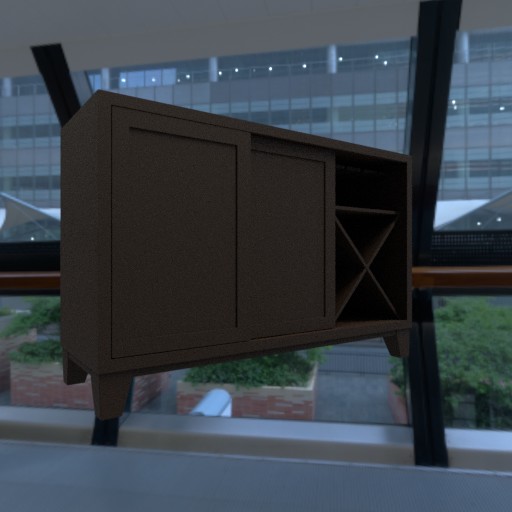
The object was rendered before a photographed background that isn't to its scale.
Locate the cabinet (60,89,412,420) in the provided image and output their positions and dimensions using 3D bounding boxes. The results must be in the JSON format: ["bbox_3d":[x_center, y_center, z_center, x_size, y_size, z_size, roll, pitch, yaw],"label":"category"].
[{"bbox_3d":[0.000,0.000,1.812,1.396,0.914,0.482,0,0,-35],"label":"cabinet"}]
